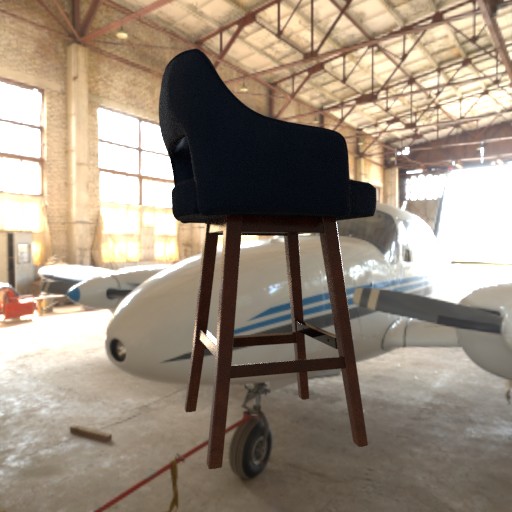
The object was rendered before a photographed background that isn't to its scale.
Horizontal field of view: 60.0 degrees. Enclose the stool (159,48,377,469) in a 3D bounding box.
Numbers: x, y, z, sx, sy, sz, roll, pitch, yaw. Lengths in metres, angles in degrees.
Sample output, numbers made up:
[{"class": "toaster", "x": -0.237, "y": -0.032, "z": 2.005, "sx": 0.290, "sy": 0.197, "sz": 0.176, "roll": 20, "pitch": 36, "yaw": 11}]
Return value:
[{"class": "stool", "x": 0.000, "y": 0.000, "z": 1.331, "sx": 0.560, "sy": 1.041, "sz": 0.550, "roll": 0, "pitch": 1, "yaw": -17}]
